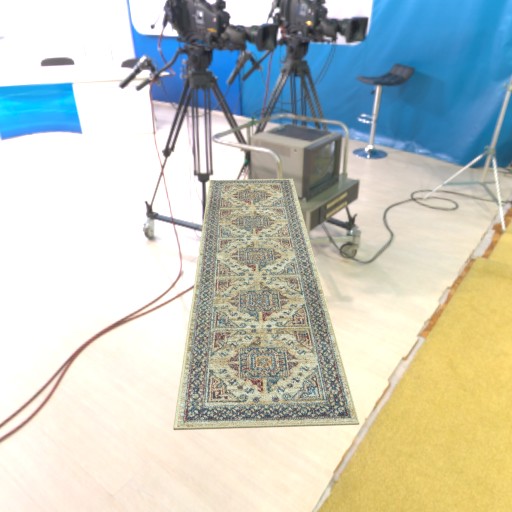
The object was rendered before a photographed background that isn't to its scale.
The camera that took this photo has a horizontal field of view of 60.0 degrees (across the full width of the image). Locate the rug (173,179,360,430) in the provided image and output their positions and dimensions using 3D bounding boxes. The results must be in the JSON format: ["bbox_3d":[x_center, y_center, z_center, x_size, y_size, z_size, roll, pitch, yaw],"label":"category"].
[{"bbox_3d":[0.000,0.000,2.542,0.661,0.013,2.297,-1,32,-2],"label":"rug"}]
